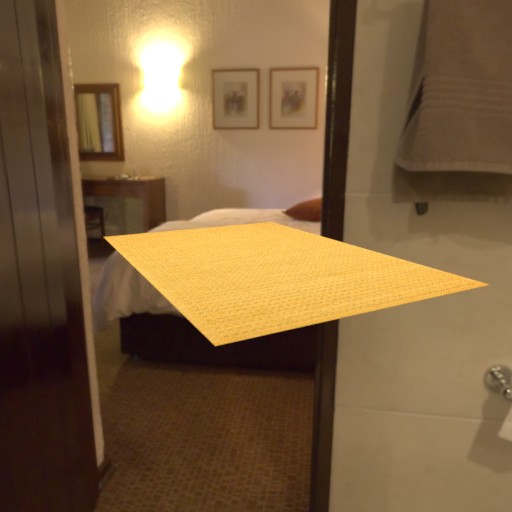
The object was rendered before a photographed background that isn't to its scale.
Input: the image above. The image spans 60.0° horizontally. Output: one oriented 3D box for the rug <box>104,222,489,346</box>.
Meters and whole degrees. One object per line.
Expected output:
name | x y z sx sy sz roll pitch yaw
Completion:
rug | 0.000 0.000 3.744 1.981 0.006 2.895 -7 16 -27
